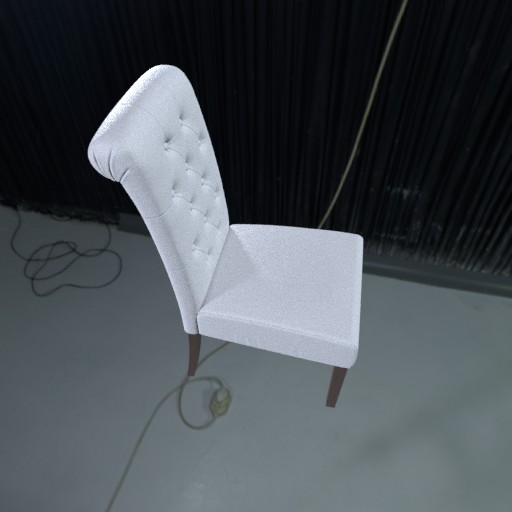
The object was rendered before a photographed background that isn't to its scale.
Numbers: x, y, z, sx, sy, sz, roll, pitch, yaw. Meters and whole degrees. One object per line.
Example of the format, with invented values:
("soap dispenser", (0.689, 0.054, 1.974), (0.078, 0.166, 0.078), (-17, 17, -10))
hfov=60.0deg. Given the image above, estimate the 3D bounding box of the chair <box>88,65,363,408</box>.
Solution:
("chair", (0.000, 0.000, 1.366), (0.671, 1.006, 0.456), (8, 47, 8))
